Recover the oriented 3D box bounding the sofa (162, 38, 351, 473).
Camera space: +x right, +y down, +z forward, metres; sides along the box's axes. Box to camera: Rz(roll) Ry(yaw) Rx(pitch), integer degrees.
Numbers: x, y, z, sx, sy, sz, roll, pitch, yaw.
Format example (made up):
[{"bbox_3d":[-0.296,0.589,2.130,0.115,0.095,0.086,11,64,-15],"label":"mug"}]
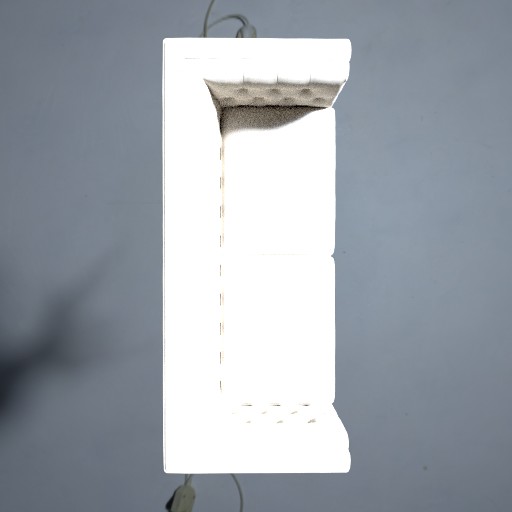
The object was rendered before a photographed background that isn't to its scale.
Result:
[{"bbox_3d":[0.000,0.000,2.184,0.775,0.762,1.778,0,91,-1],"label":"sofa"}]
